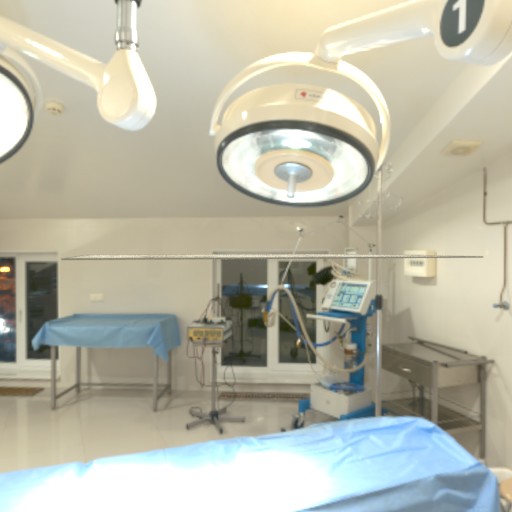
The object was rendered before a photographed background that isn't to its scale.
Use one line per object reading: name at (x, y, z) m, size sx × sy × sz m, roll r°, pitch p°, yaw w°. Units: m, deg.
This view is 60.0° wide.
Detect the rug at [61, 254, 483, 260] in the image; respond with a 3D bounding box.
rug at (0.000, 0.000, 4.409) m, size 3.307 × 0.013 × 2.393 m, roll 0°, pitch 1°, yaw -17°
